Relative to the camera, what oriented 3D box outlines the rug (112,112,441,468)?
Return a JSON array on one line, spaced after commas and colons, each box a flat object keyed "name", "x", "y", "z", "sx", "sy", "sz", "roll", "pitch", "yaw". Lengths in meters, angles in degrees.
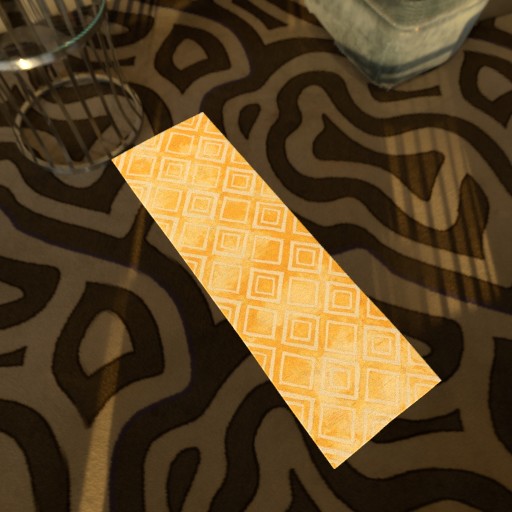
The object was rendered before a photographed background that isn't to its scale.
[{"name": "rug", "x": 0.000, "y": 0.000, "z": 2.789, "sx": 0.775, "sy": 0.010, "sz": 2.438, "roll": -33, "pitch": 68, "yaw": -15}]
